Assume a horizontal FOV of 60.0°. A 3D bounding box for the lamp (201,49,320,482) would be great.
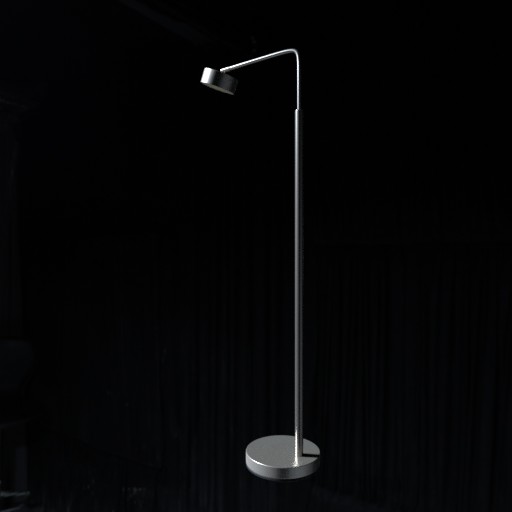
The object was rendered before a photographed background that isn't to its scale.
[{"bbox_3d":[0.000,0.000,1.393,0.421,1.250,0.222,0,0,35],"label":"lamp"}]
